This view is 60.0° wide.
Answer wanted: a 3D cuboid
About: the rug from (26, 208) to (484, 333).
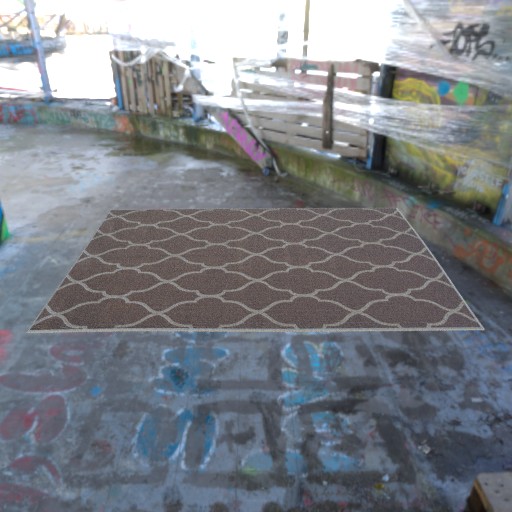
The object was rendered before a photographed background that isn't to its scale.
[{"bbox_3d":[0.000,0.000,2.864,2.294,0.014,1.528,0,29,-1],"label":"rug"}]
